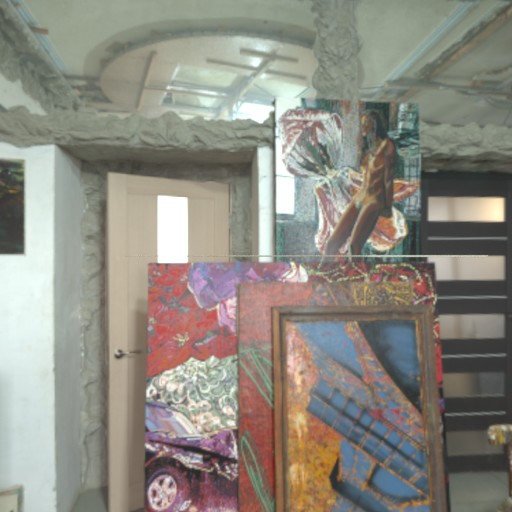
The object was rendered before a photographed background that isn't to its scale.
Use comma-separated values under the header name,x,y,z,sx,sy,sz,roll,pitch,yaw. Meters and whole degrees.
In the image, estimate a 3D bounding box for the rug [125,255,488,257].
name,x,y,z,sx,sy,sz,roll,pitch,yaw
rug,0.000,0.000,2.705,0.806,0.006,2.431,0,0,-36
